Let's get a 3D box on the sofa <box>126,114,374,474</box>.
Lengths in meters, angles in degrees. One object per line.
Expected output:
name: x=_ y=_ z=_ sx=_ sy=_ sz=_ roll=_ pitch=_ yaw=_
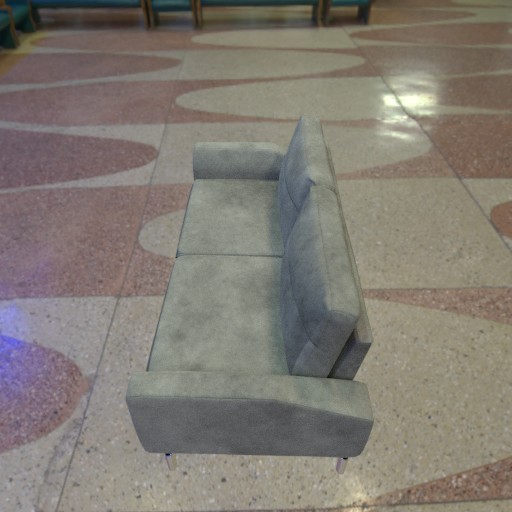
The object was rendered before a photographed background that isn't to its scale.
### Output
sofa: x=0.000 y=0.000 z=2.231 sx=0.849 sy=0.859 sz=1.837 roll=1 pitch=40 yaw=1
